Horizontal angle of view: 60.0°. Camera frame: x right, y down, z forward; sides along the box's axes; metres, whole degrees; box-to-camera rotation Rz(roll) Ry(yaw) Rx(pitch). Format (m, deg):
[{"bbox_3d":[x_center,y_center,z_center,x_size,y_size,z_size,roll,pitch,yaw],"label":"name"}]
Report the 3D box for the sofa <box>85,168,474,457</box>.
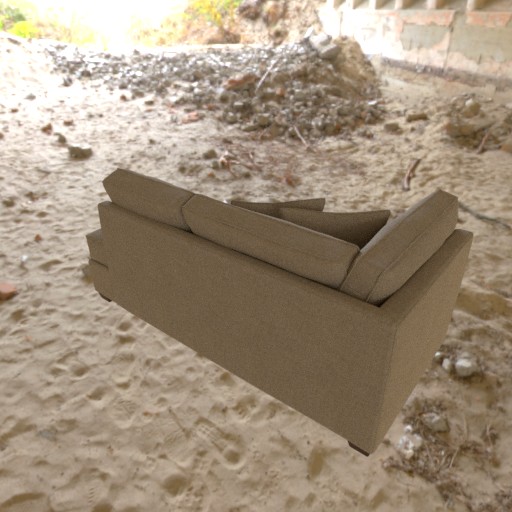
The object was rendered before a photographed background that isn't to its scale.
[{"bbox_3d":[0.000,0.000,2.814,2.238,1.019,1.110,21,36,33],"label":"sofa"}]
